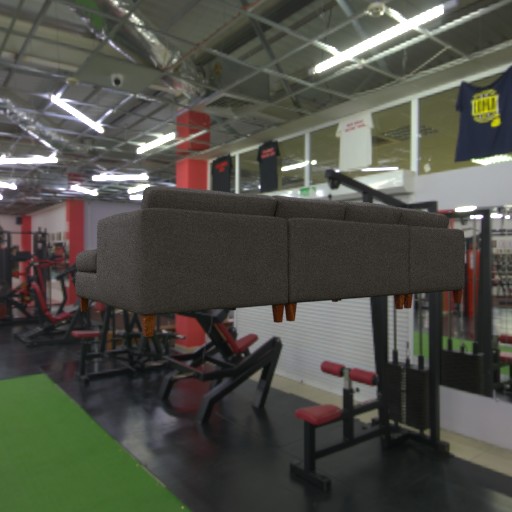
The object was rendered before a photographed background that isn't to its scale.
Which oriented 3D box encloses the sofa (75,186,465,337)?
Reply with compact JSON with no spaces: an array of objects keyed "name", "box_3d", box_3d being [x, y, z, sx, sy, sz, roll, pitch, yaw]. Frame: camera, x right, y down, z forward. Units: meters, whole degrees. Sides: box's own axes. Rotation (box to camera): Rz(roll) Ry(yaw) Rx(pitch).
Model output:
[{"name":"sofa","box_3d":[0.000,0.000,4.579,3.460,0.961,2.594,0,0,-35]}]
